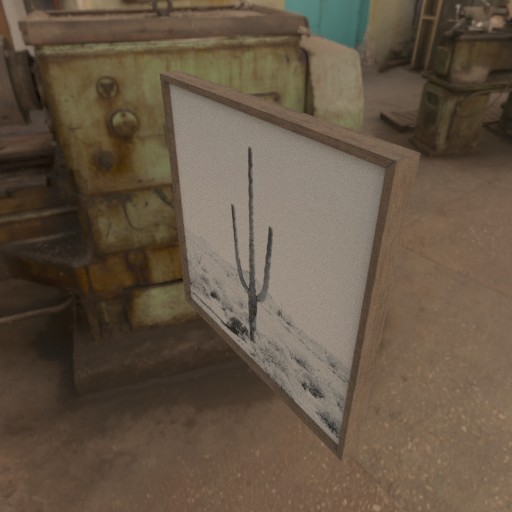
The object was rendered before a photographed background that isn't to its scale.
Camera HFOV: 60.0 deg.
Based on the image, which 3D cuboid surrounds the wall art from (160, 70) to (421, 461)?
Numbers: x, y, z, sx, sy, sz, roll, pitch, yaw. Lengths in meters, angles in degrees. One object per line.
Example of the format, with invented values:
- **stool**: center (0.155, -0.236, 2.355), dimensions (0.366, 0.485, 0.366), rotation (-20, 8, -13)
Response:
- **wall art**: center (0.000, 0.000, 0.751), dimensions (0.038, 0.508, 0.508), rotation (-23, 40, -30)
